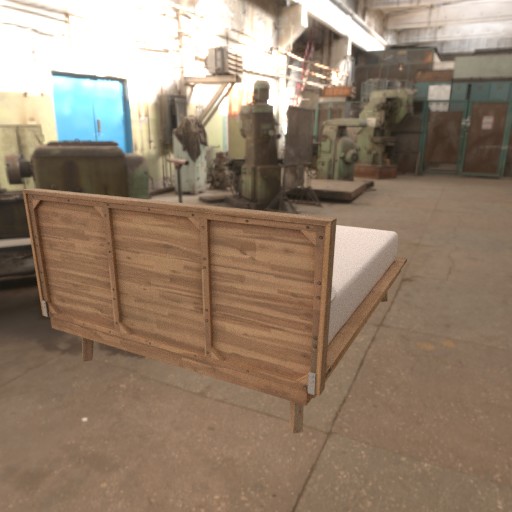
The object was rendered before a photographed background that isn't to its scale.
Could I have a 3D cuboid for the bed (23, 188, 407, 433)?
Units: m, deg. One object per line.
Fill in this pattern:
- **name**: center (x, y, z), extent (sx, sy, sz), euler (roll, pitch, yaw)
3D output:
- **bed**: center (0.000, 0.000, 3.078), extent (1.759, 1.071, 2.145), euler (9, 19, 27)
